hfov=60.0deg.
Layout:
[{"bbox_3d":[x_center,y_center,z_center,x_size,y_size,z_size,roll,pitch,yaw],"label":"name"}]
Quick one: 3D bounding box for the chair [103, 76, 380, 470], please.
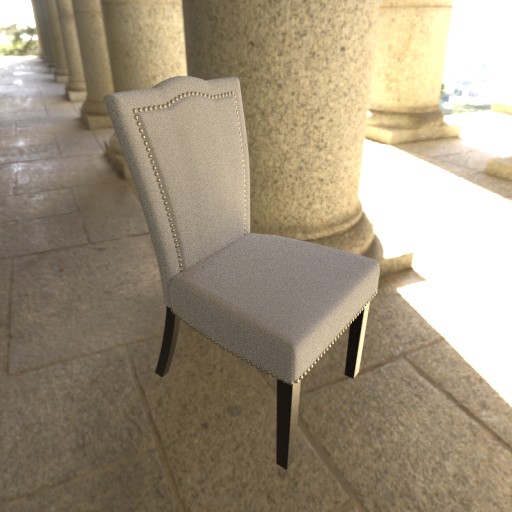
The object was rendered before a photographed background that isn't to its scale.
[{"bbox_3d":[0.000,0.000,1.289,0.589,0.946,0.518,18,33,31],"label":"chair"}]
